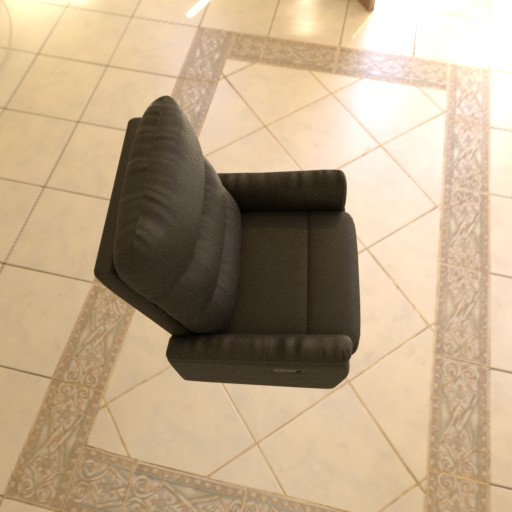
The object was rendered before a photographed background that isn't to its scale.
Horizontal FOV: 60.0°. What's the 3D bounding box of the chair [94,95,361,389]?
[{"bbox_3d":[0.000,0.000,1.627,0.831,1.082,0.775,3,65,1],"label":"chair"}]
